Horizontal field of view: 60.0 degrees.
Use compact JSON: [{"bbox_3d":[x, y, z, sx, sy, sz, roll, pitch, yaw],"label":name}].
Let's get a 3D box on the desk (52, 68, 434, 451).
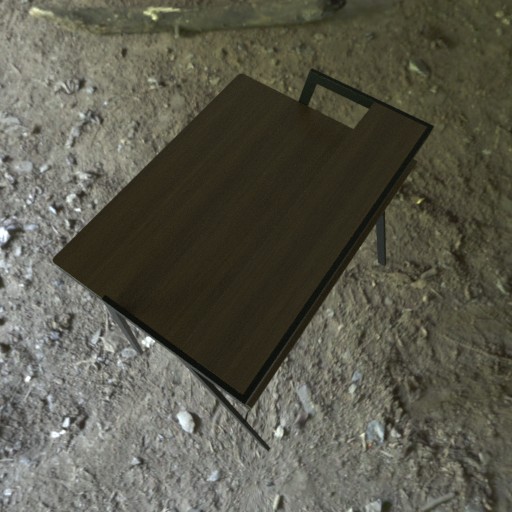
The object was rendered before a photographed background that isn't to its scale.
[{"bbox_3d":[0.000,0.000,1.884,0.936,0.998,1.143,32,68,15],"label":"desk"}]
